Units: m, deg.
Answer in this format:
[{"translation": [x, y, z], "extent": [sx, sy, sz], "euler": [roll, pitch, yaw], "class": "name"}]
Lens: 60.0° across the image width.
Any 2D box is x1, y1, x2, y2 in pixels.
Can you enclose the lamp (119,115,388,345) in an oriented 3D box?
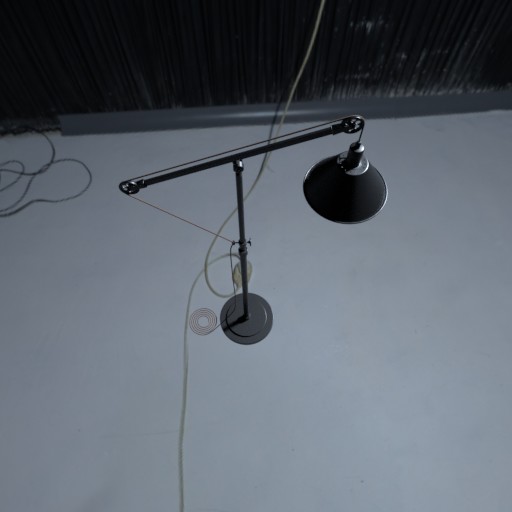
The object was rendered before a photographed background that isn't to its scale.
[{"translation": [0.000, 0.000, 1.940], "extent": [0.904, 1.626, 0.319], "euler": [-3, 62, -1], "class": "lamp"}]
